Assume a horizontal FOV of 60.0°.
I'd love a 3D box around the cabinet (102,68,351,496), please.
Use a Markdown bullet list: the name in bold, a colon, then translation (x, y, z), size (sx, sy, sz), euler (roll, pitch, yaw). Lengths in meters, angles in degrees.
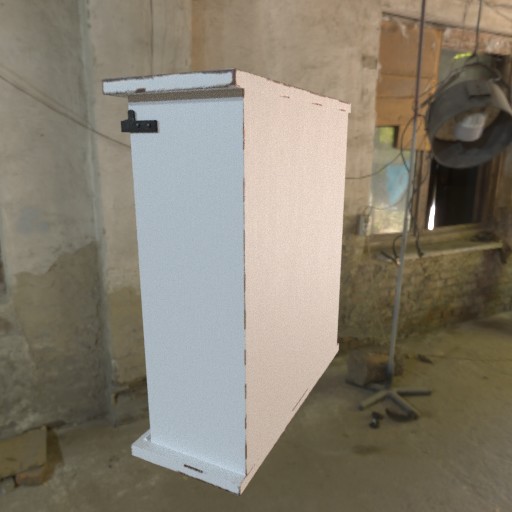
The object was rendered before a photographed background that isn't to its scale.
- **cabinet**: translation (0.000, 0.000, 0.875), size (0.210, 0.603, 0.541), euler (7, 16, 25)
